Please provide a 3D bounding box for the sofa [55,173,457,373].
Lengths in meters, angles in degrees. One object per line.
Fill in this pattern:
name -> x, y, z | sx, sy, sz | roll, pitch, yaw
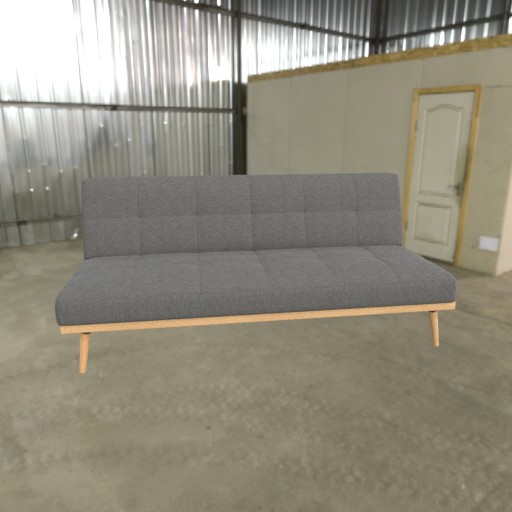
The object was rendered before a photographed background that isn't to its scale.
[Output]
sofa -> 0.000, 0.000, 2.307 | 1.820, 0.770, 0.820 | -2, 17, -8
